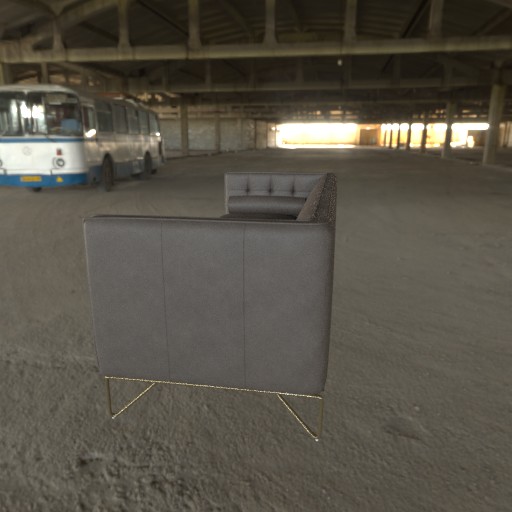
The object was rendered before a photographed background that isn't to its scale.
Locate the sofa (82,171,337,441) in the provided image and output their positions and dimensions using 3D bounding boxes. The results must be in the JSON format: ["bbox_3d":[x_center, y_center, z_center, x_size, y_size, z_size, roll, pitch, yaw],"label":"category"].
[{"bbox_3d":[0.000,0.000,2.499,0.867,0.789,2.087,3,15,10],"label":"sofa"}]
